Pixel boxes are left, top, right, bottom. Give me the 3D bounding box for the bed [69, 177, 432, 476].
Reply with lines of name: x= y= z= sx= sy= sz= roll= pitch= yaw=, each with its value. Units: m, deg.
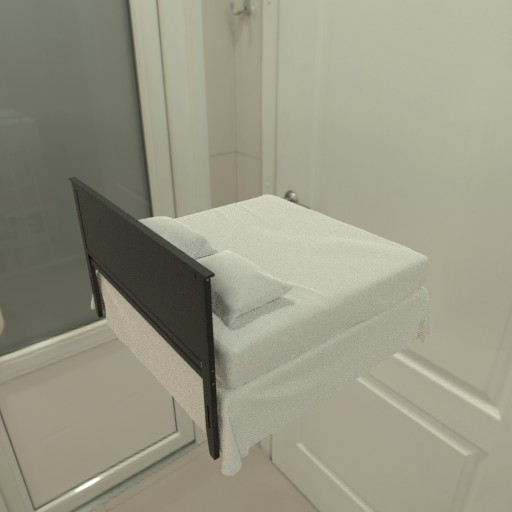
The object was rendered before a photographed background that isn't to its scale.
bed: x=0.000 y=0.000 z=3.661 sx=2.219 sy=1.271 sz=2.315 roll=-19 pitch=32 yaw=-33
